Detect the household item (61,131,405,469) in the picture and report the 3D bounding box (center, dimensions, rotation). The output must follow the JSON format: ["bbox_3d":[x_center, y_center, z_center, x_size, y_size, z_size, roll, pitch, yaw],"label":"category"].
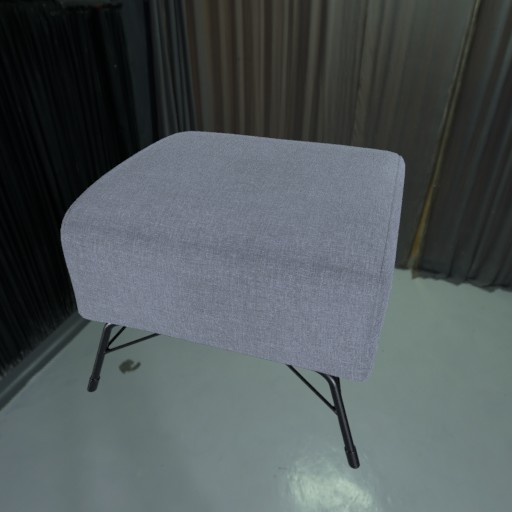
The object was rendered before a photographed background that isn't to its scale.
[{"bbox_3d":[0.000,0.000,0.900,0.530,0.410,0.530,10,34,15],"label":"household item"}]
